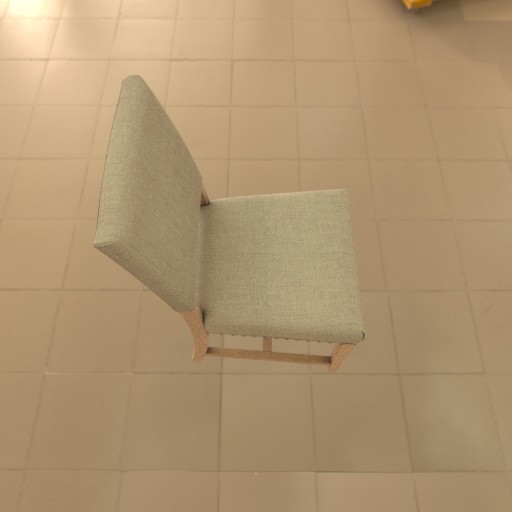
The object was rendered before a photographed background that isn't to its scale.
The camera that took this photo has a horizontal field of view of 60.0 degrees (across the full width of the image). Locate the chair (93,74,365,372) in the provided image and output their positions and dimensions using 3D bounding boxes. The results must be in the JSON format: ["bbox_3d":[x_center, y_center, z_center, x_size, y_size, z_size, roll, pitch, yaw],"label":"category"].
[{"bbox_3d":[0.000,0.000,1.341,0.622,0.986,0.508,0,64,0],"label":"chair"}]
